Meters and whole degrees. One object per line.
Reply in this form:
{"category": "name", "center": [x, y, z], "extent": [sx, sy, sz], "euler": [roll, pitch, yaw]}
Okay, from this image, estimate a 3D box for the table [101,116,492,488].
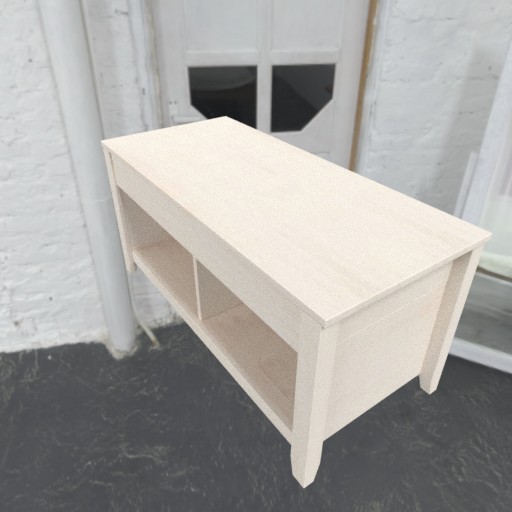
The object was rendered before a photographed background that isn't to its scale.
{"category": "table", "center": [0.000, 0.000, 1.267], "extent": [0.457, 0.483, 1.016], "euler": [-21, 39, -29]}
